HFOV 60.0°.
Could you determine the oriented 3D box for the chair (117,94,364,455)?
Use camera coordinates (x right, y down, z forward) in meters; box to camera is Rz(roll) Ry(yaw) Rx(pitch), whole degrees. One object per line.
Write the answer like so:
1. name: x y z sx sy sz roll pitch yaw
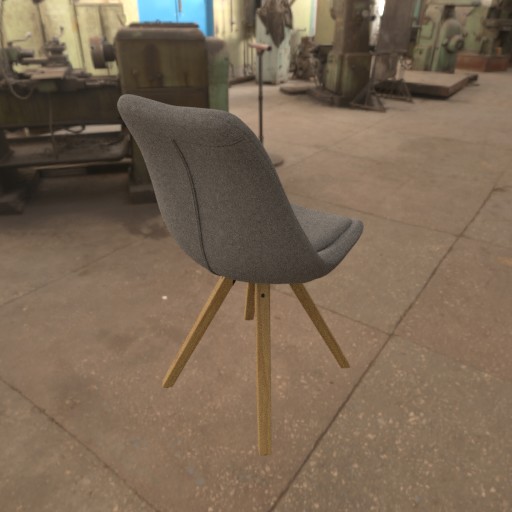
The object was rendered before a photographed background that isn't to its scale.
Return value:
1. chair: 0.000 0.000 1.185 0.483 0.865 0.550 21 36 33
